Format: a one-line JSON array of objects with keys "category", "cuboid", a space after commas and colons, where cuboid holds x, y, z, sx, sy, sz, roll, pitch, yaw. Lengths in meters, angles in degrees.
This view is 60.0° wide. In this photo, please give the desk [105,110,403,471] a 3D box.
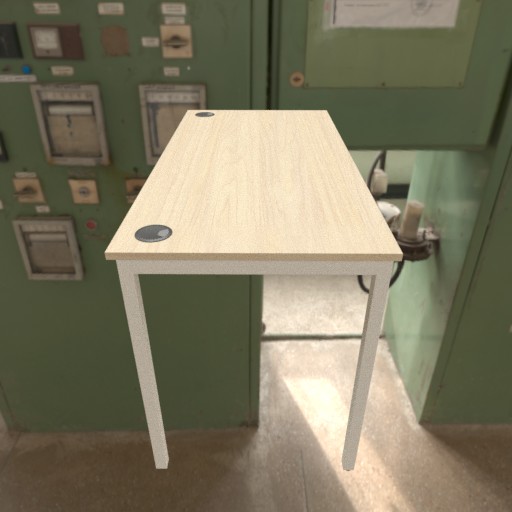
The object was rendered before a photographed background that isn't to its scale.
[{"category": "desk", "cuboid": [0.000, 0.000, 1.595, 0.600, 0.750, 1.200, 0, 31, 0]}]
